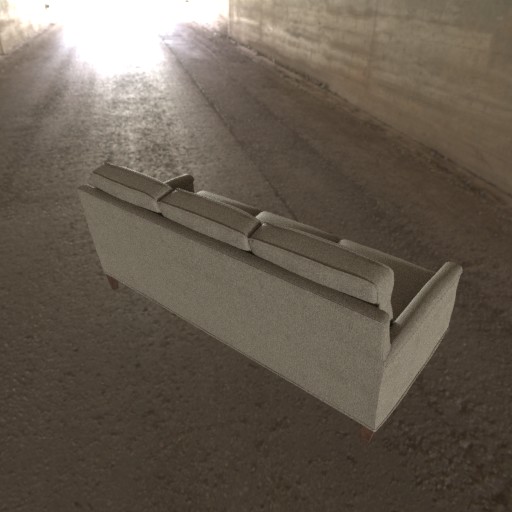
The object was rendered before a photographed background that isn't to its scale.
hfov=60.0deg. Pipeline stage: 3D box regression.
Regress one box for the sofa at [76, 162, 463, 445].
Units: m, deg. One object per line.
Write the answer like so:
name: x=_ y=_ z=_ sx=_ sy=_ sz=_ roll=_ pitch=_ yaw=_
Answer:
sofa: x=0.000 y=0.000 z=2.825 sx=2.246 sy=1.003 sz=1.084 roll=23 pitch=38 yaw=33
